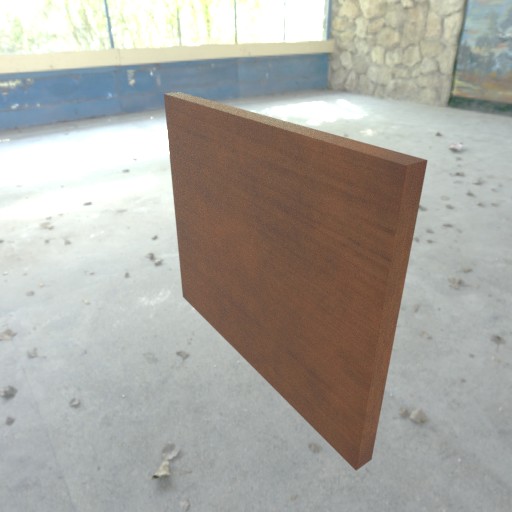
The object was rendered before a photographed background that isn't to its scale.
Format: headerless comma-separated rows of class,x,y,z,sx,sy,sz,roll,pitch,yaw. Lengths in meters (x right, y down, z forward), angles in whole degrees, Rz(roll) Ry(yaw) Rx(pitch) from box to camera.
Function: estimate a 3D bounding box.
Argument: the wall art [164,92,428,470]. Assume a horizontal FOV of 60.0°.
wall art,0.000,0.000,0.749,0.033,0.457,0.558,-18,33,-30
